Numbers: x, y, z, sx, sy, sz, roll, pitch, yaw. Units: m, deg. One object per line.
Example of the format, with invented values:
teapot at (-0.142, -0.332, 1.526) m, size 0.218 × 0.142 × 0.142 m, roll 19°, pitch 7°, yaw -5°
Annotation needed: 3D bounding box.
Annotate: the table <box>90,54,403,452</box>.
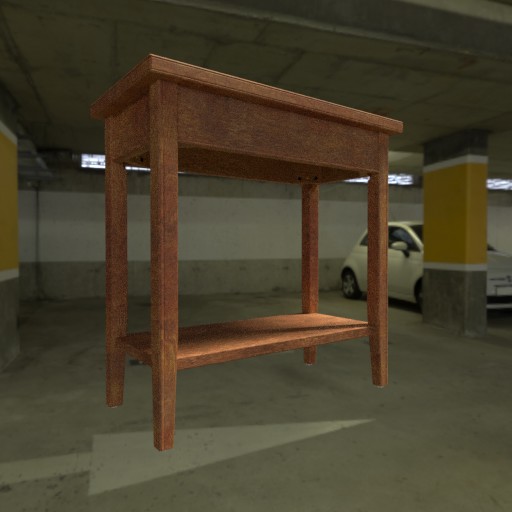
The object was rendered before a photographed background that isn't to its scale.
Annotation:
table at (0.000, 0.000, 0.961) m, size 0.610 × 0.610 × 0.305 m, roll -1°, pitch 2°, yaw -36°
